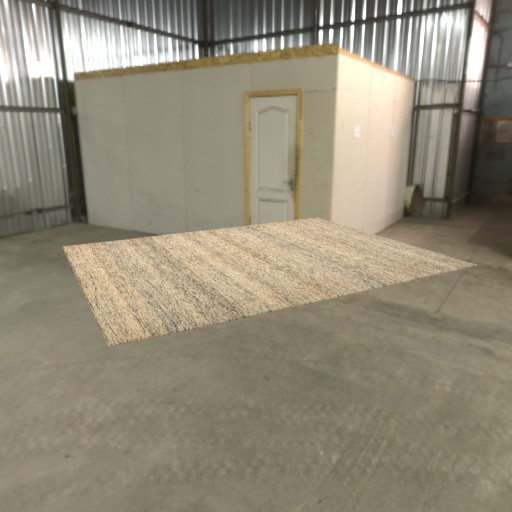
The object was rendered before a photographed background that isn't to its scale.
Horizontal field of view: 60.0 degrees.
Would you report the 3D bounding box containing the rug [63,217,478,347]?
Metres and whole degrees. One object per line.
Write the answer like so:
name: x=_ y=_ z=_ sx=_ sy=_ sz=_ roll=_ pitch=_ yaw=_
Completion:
rug: x=0.000 y=0.000 z=4.246 sx=3.199 sy=0.036 sz=2.414 roll=-9 pitch=18 yaw=-27
